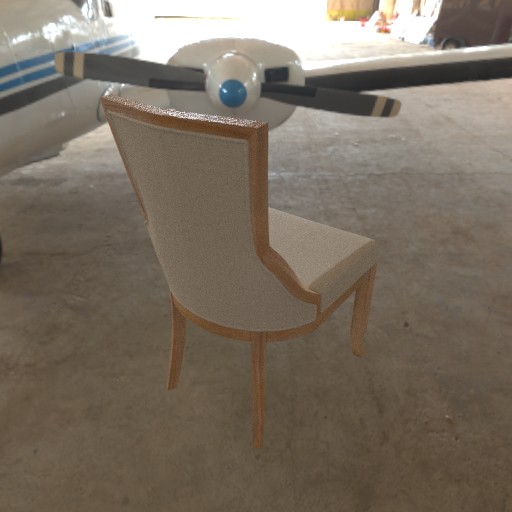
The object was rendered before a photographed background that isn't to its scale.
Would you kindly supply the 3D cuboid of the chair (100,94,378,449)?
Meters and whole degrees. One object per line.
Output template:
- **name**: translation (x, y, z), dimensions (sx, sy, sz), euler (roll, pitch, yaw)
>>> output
- **chair**: translation (0.000, 0.000, 1.321), dimensions (0.524, 0.947, 0.641), euler (21, 36, 32)
